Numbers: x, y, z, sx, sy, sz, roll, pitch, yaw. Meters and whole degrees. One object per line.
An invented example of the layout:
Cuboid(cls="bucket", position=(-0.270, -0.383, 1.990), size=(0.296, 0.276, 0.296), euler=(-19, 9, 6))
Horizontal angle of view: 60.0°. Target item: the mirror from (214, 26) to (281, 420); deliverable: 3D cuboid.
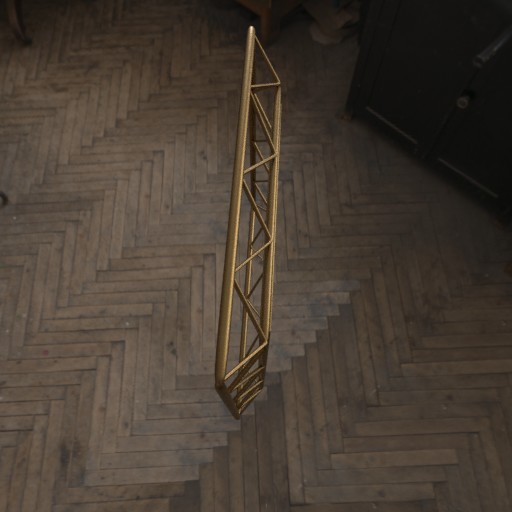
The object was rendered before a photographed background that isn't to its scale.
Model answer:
Cuboid(cls="mirror", position=(0.000, 0.000, 0.625), size=(0.046, 0.414, 0.416), euler=(3, 66, 1))
